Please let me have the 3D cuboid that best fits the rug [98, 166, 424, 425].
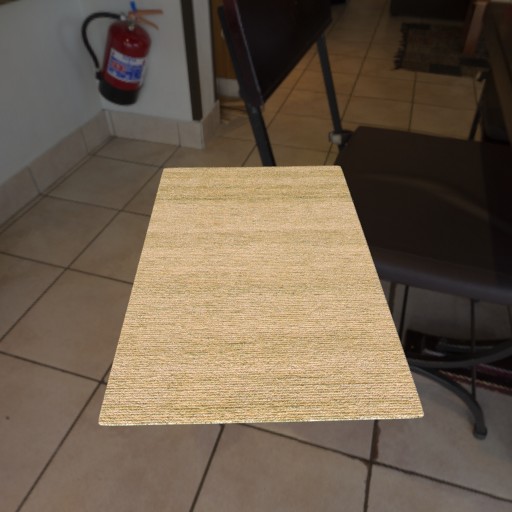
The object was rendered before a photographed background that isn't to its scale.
[{"bbox_3d":[0.000,0.000,2.201,1.143,0.010,1.758,-1,41,-1],"label":"rug"}]
